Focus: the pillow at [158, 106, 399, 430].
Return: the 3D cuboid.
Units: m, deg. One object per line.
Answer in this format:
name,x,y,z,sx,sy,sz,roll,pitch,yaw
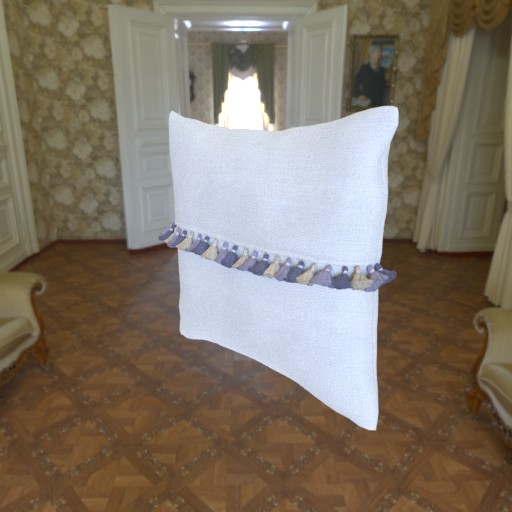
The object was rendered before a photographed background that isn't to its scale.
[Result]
pillow,0.000,0.000,0.761,0.489,0.481,0.165,15,22,40
